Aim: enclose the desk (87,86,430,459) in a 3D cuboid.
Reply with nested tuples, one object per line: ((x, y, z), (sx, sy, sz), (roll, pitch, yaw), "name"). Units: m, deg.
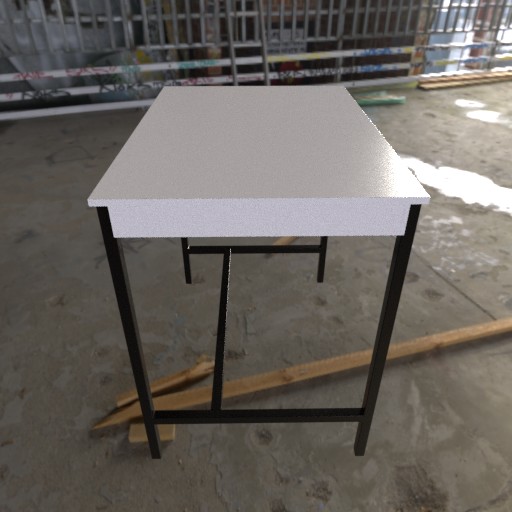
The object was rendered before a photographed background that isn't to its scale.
((0.000, 0.000, 1.289), (0.573, 0.766, 0.811), (0, 33, -1), "desk")
